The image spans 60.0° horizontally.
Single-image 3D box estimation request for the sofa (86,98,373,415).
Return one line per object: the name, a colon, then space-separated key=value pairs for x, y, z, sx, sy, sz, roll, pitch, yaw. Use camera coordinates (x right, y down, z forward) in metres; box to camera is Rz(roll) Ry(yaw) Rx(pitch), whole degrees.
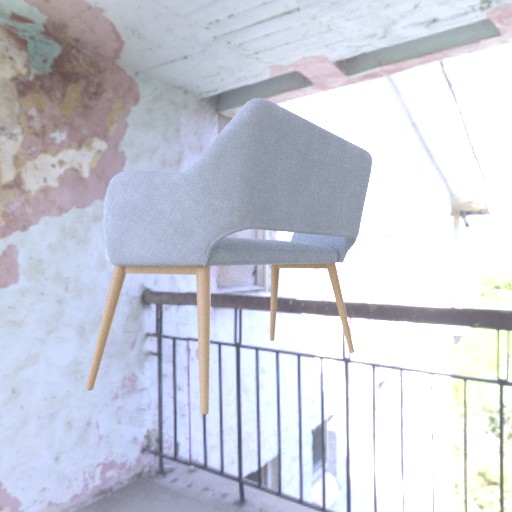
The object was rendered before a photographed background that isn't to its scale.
sofa: x=0.000 y=0.000 z=1.638 sx=0.610 sy=0.840 sz=1.150 roll=0 pitch=0 yaw=36
